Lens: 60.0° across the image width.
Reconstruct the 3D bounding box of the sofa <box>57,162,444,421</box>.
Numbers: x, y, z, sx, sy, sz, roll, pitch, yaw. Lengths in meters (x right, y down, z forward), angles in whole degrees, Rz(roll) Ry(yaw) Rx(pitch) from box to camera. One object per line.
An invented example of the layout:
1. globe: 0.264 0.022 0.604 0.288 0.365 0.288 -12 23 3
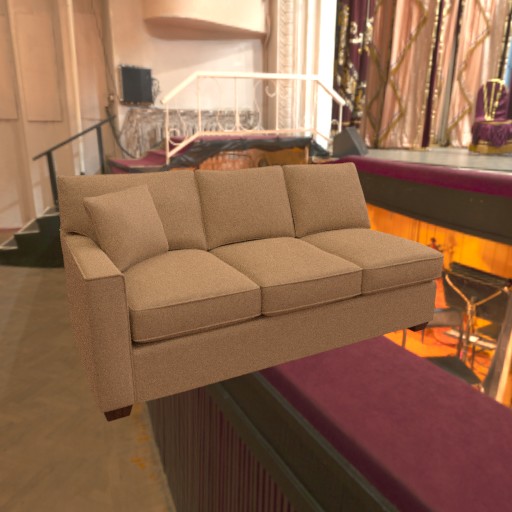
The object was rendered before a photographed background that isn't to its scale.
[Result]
1. sofa: 0.000 0.000 2.525 1.962 0.946 1.034 -8 18 -27
